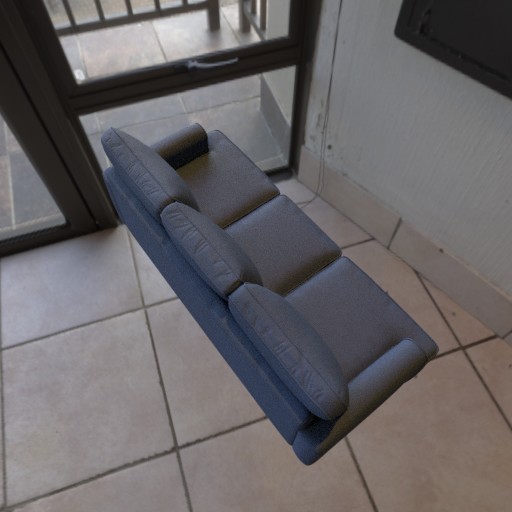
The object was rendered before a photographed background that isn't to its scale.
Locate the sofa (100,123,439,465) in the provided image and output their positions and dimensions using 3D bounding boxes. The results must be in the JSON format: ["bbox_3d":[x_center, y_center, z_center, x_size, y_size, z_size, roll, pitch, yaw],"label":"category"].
[{"bbox_3d":[0.000,0.000,2.683,0.951,0.965,2.158,-33,64,-18],"label":"sofa"}]
